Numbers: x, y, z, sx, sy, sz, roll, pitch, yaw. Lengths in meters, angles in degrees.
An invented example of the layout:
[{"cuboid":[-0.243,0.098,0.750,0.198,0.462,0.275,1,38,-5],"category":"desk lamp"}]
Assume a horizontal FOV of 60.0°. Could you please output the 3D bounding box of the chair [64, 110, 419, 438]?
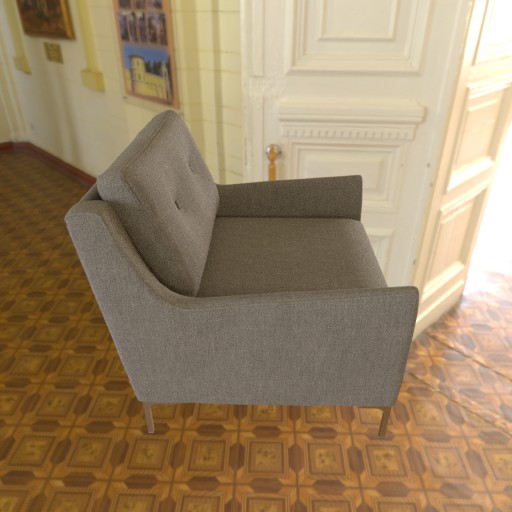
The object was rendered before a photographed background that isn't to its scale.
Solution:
[{"cuboid":[0.000,0.000,1.502,0.849,0.828,0.847,1,31,1],"category":"chair"}]
